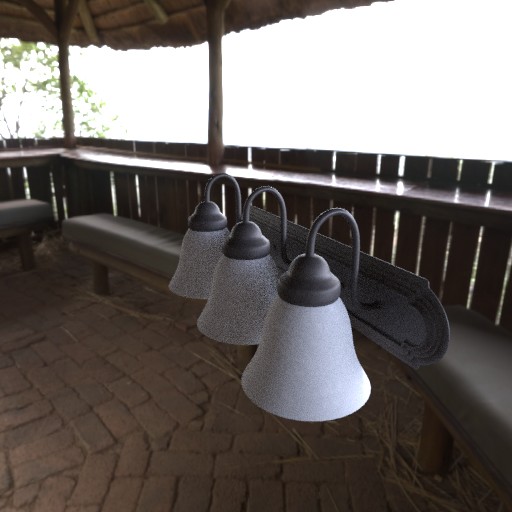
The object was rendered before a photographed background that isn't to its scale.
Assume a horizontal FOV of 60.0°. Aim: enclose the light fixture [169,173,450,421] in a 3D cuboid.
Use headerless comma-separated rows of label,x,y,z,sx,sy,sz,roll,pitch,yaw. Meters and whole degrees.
light fixture,0.000,0.000,0.714,0.199,0.222,0.610,-8,19,-23
